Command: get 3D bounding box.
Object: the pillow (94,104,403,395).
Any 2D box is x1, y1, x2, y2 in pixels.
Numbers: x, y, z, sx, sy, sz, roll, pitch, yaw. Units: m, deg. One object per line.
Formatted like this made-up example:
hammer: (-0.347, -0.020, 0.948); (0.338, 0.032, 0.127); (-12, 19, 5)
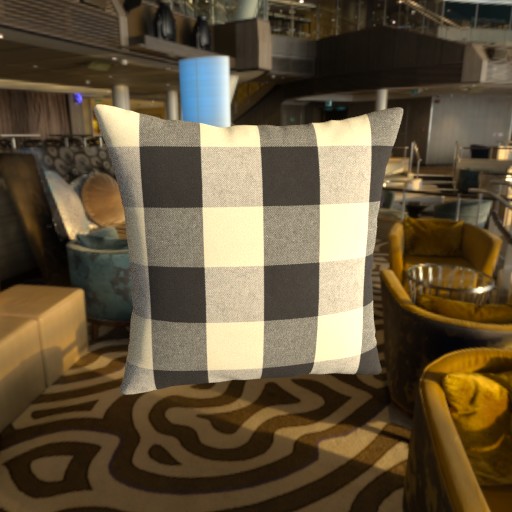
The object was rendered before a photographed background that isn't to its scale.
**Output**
pillow: (0.000, 0.000, 0.791); (0.511, 0.509, 0.161); (-2, 15, -8)
